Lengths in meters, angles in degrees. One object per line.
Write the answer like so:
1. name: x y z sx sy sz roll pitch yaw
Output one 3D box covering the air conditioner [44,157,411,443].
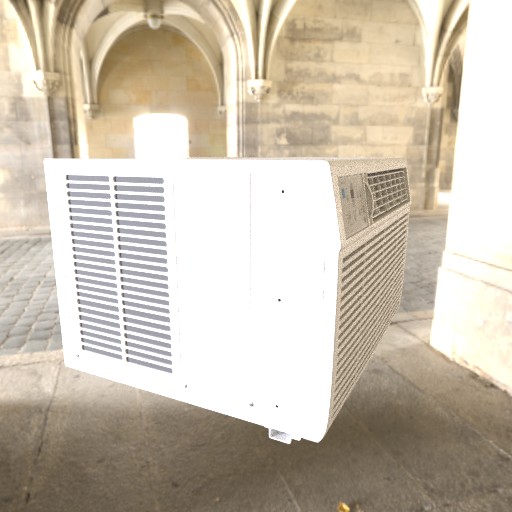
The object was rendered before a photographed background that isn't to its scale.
1. air conditioner: 0.000 0.000 1.052 0.599 0.455 0.645 7 14 26
